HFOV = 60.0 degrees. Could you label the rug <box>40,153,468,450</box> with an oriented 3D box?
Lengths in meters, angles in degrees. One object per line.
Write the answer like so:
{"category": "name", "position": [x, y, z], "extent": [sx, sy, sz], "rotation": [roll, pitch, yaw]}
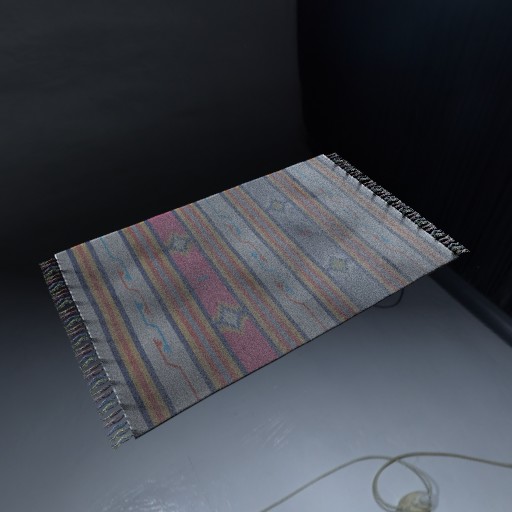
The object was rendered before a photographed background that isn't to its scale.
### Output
{"category": "rug", "position": [0.000, 0.000, 2.193], "extent": [1.849, 0.013, 1.084], "rotation": [-24, 50, -22]}
